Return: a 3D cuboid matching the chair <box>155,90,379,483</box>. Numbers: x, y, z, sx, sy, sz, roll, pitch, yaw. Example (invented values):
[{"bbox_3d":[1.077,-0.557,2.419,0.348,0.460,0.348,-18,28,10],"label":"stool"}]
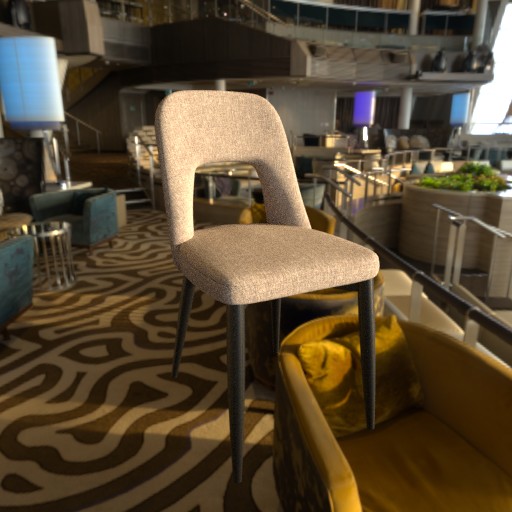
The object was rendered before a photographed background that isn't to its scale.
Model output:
[{"bbox_3d":[0.000,0.000,1.279,0.470,0.931,0.612,-8,18,-27],"label":"chair"}]
